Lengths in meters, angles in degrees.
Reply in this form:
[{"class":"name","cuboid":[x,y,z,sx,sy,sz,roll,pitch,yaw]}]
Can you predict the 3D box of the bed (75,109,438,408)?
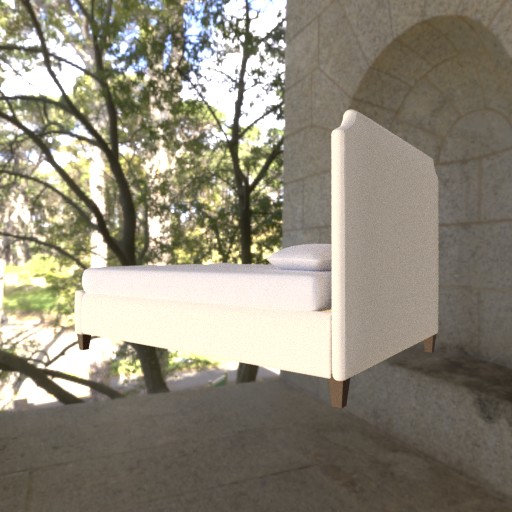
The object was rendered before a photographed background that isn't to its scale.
[{"class":"bed","cuboid":[0.000,0.000,3.493,2.372,1.497,1.712,0,0,37]}]
